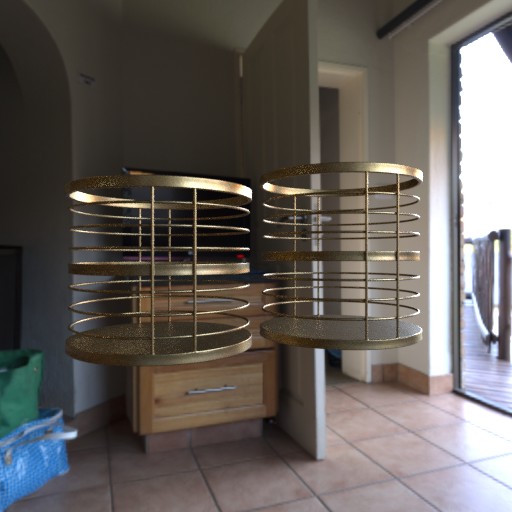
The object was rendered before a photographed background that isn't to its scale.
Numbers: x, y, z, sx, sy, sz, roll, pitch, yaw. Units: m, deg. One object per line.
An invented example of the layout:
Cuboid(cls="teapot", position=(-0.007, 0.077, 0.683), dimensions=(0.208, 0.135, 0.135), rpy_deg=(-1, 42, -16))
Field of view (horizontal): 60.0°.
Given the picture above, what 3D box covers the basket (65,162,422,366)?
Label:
Cuboid(cls="basket", position=(0.000, 0.000, 0.940), dimensions=(0.746, 0.351, 0.356), rpy_deg=(0, 0, -18))
